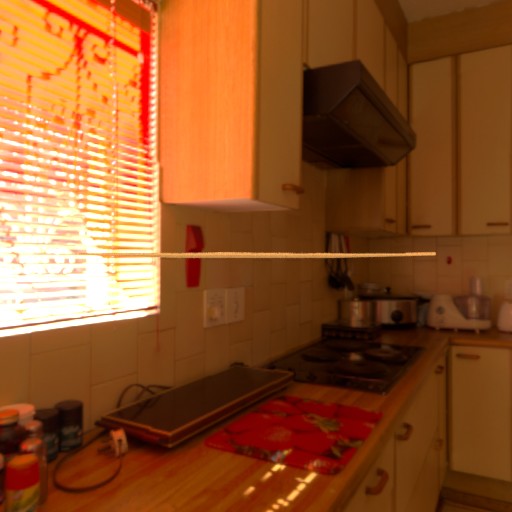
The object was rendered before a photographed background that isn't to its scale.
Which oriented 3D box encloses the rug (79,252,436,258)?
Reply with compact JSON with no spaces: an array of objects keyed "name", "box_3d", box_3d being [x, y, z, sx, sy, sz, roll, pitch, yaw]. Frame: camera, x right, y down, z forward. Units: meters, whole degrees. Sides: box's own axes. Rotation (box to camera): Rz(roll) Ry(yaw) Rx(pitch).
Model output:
[{"name":"rug","box_3d":[0.000,0.000,3.094,1.521,0.015,2.436,0,0,0]}]
